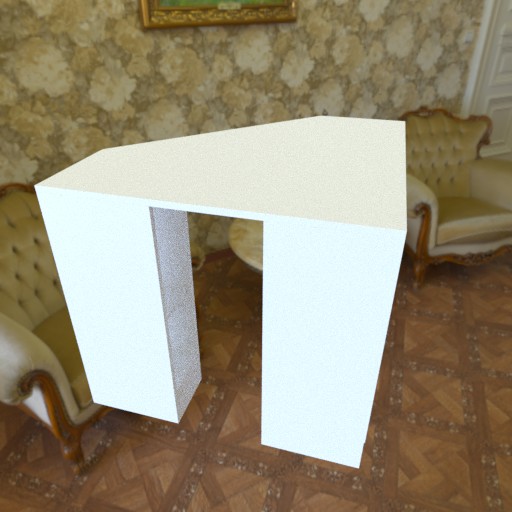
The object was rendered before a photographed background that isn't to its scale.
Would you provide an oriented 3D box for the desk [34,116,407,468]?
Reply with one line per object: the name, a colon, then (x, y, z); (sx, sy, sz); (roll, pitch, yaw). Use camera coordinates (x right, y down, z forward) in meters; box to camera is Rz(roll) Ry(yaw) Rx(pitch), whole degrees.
desk: (0.000, 0.000, 1.637); (0.926, 0.818, 0.940); (8, 32, 14)
